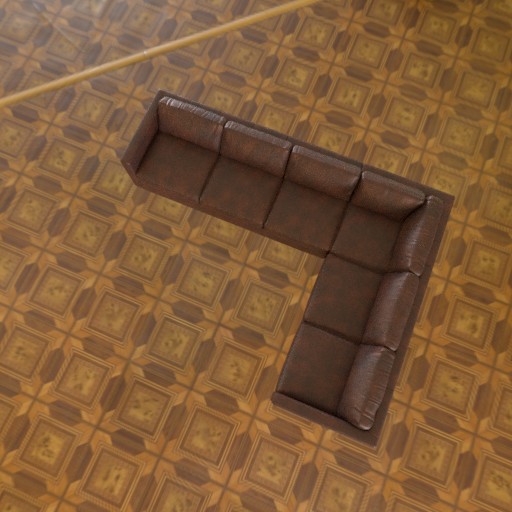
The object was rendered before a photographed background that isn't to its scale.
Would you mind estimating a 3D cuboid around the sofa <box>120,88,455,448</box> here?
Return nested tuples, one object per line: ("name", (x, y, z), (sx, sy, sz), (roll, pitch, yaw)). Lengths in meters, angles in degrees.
("sofa", (0.000, 0.000, 4.369), (3.152, 0.836, 2.438), (22, 76, 6))
